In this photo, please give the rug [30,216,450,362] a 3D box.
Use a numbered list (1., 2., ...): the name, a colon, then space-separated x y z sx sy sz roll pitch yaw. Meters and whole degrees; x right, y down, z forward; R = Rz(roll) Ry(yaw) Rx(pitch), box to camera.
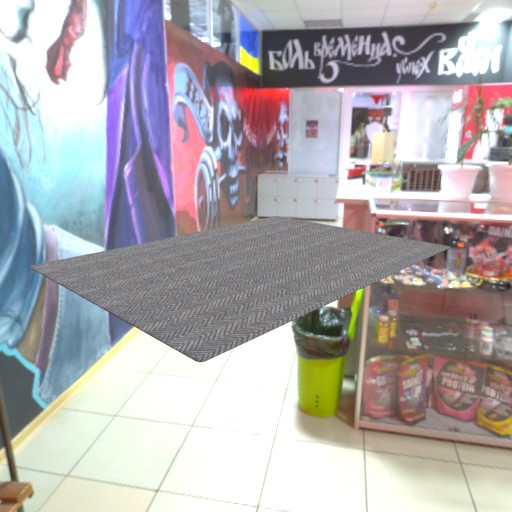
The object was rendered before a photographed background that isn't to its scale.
1. rug: 0.000 0.000 5.091 2.894 0.011 3.957 15 22 42
